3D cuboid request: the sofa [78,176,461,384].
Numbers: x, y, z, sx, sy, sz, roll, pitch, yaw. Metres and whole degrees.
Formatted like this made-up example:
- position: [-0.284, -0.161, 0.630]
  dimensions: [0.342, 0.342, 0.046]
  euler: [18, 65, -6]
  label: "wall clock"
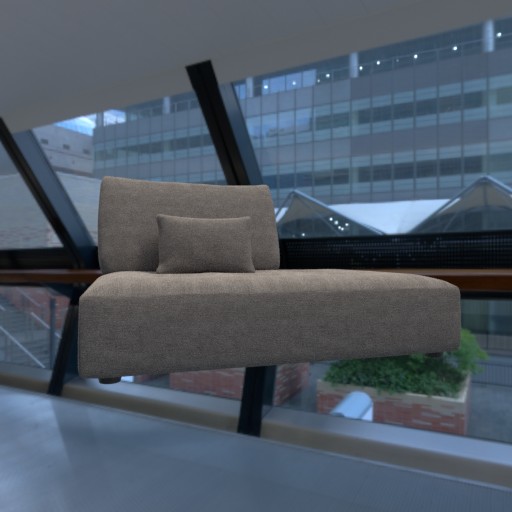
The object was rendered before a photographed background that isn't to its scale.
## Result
- position: [0.000, 0.000, 2.031]
  dimensions: [1.450, 0.820, 1.002]
  euler: [0, 0, -17]
  label: "sofa"
